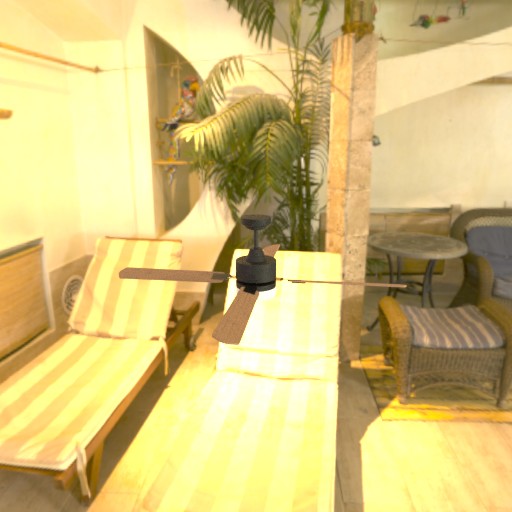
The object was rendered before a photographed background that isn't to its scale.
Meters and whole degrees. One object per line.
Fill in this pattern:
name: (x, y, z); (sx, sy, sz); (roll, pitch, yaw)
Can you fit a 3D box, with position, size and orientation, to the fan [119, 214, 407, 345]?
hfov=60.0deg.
fan: (0.000, 0.000, 1.991); (1.320, 0.355, 1.320); (2, 15, 8)
